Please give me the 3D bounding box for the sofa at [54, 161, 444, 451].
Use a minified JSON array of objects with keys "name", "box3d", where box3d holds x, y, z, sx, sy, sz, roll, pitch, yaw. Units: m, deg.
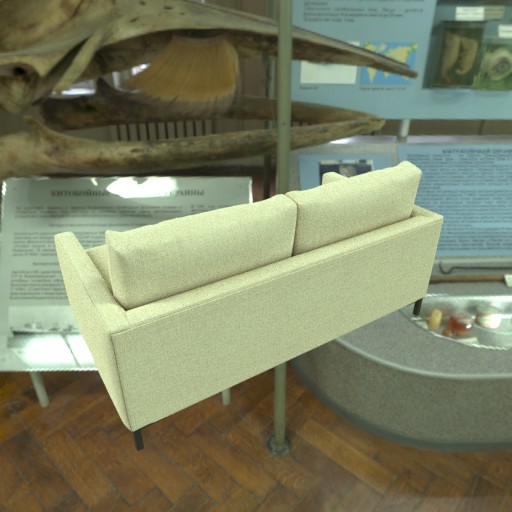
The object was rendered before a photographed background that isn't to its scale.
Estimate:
[{"name":"sofa","box3d":[0.000,0.000,2.125,1.651,0.812,0.839,-17,33,-28]}]
